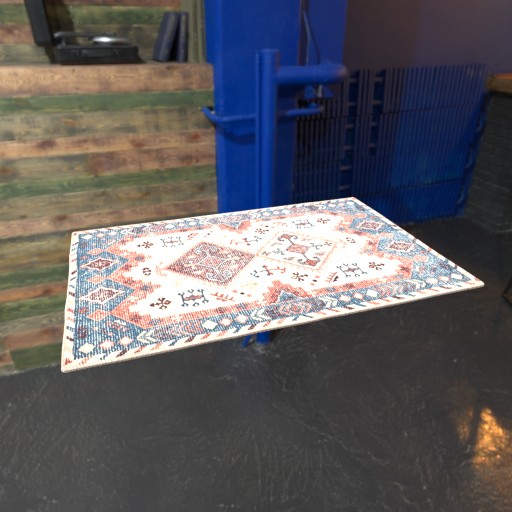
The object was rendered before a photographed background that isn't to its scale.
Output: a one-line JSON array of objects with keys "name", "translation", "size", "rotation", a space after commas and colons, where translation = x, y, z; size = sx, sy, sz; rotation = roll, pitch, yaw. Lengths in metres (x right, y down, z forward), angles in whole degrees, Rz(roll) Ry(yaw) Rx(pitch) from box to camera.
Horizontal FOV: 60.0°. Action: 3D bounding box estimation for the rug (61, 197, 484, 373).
[{"name": "rug", "translation": [0.000, 0.000, 2.305], "size": [1.840, 0.015, 1.225], "rotation": [-9, 29, -16]}]
